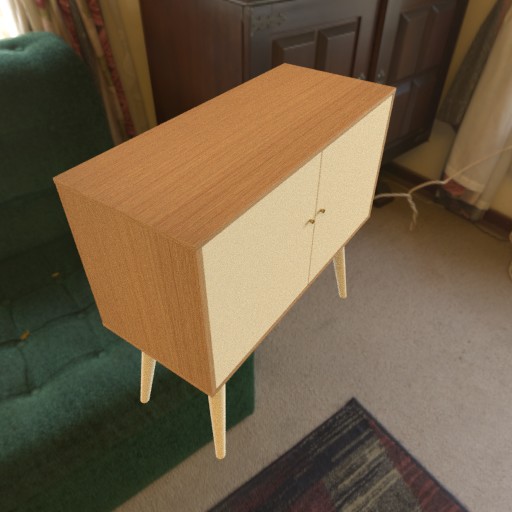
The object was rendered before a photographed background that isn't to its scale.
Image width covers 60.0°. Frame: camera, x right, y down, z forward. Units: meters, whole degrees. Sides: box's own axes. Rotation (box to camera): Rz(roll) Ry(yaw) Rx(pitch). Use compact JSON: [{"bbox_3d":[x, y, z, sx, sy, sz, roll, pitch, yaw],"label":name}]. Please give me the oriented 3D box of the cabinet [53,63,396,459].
[{"bbox_3d":[0.000,0.000,1.638,0.470,1.016,1.057,25,47,26],"label":"cabinet"}]
